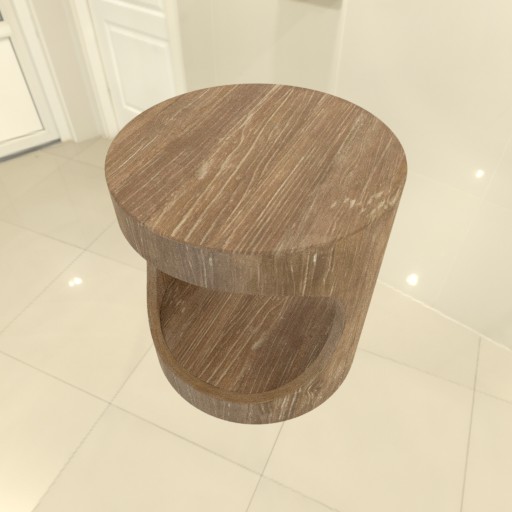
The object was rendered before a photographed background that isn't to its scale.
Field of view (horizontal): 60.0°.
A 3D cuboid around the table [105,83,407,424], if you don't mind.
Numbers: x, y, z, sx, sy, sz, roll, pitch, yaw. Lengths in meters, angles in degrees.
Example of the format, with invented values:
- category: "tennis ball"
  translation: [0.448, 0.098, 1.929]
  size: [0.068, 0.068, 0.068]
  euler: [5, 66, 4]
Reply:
- category: "table"
  translation: [0.000, 0.000, 0.988]
  size: [0.527, 0.551, 0.527]
  euler: [0, 45, 0]
